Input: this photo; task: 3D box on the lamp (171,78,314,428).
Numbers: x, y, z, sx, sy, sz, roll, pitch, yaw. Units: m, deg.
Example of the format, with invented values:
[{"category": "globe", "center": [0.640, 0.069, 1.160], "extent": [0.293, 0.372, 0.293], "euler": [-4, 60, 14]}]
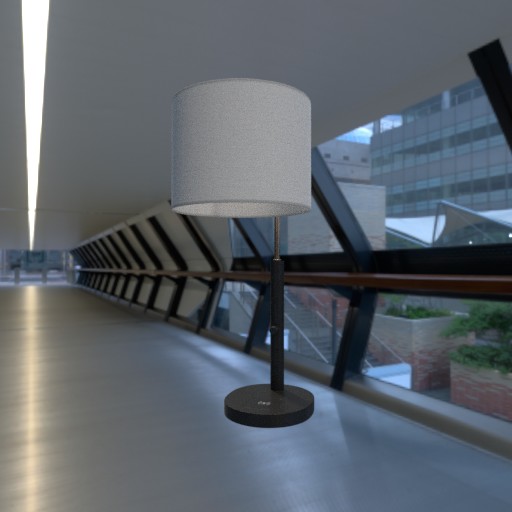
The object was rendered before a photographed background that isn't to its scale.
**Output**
[{"category": "lamp", "center": [0.000, 0.000, 0.706], "extent": [0.199, 0.540, 0.337], "euler": [0, -1, 17]}]
